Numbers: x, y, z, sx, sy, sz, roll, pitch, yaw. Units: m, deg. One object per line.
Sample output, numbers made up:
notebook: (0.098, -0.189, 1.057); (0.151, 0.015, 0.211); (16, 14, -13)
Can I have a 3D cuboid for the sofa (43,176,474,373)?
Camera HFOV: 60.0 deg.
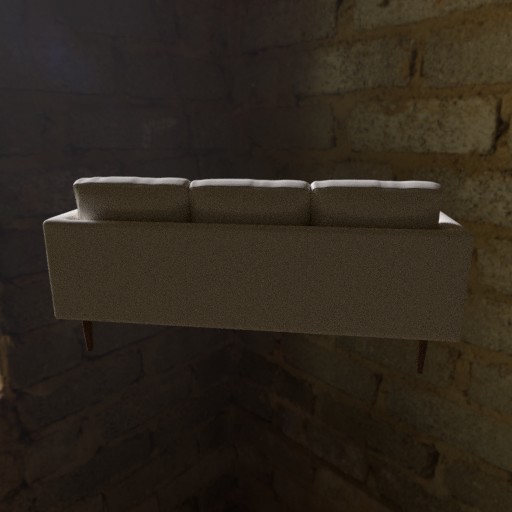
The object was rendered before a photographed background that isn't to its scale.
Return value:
sofa: (0.000, 0.000, 2.487); (2.029, 0.912, 0.802); (2, 16, 7)
